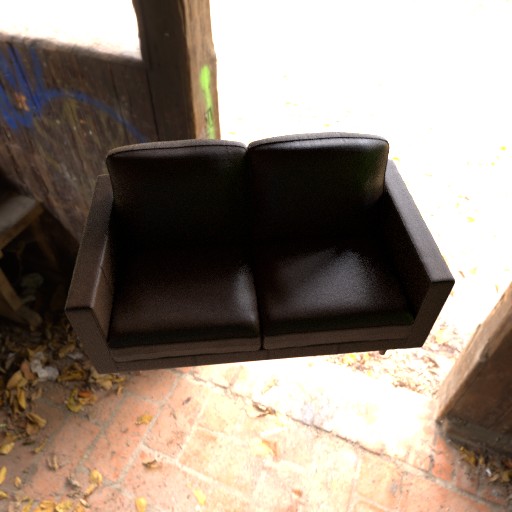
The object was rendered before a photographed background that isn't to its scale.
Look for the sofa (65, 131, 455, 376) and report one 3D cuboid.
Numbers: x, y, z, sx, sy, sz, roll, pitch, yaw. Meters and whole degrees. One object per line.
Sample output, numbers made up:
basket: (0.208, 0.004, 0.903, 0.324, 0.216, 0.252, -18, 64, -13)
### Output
sofa: (0.000, 0.000, 2.198, 1.578, 0.951, 0.909, -4, 47, -4)
